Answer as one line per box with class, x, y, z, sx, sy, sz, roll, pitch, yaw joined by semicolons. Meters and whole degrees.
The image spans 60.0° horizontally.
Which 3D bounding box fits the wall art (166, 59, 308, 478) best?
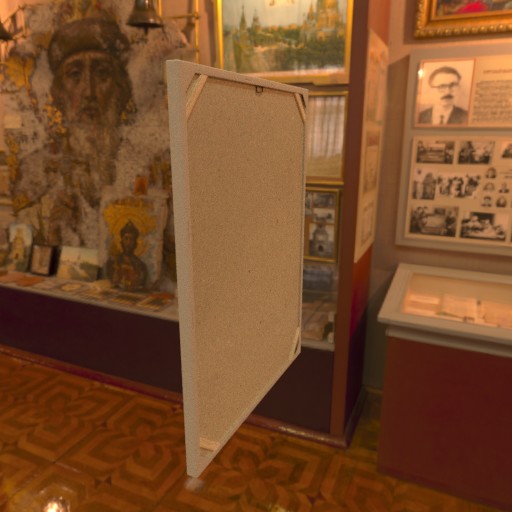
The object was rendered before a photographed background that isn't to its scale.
wall art;0.000;0.000;1.624;0.038;1.212;0.914;8;18;25
